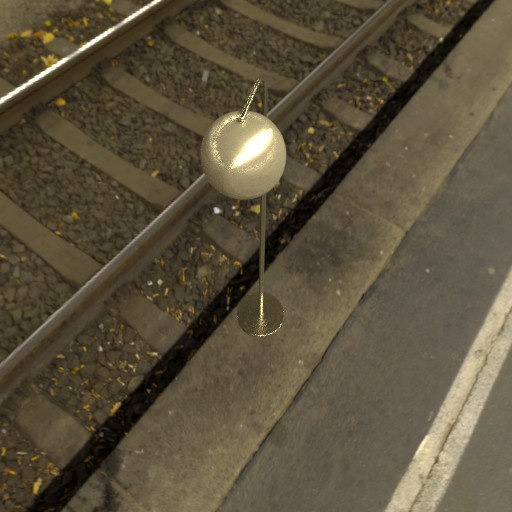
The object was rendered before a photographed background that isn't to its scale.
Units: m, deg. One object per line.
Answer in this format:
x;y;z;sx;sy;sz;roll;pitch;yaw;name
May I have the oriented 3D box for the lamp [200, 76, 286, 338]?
0.000;0.000;1.671;0.250;1.526;0.431;13;60;8;lamp
